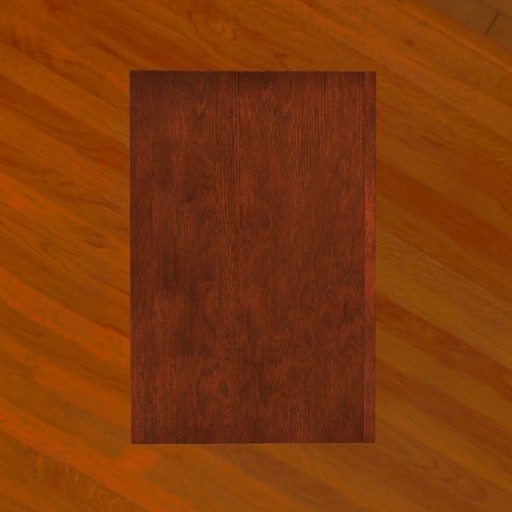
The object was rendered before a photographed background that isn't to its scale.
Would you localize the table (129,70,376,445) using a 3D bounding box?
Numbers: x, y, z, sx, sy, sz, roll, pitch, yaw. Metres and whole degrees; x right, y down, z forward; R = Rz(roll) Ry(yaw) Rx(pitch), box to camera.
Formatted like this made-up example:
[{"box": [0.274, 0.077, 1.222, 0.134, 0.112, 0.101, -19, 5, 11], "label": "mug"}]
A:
[{"box": [0.000, 0.000, 1.280, 0.542, 0.746, 0.767, 0, 91, -1], "label": "table"}]
